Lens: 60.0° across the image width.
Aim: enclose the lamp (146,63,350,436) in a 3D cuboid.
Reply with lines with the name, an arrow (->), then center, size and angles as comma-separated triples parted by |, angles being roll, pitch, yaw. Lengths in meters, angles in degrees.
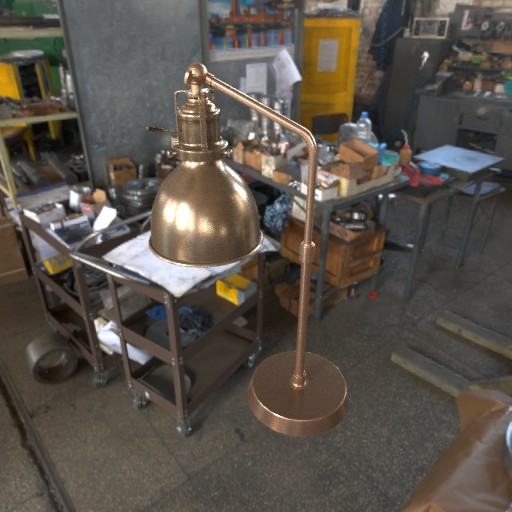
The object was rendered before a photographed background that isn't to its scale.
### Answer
lamp -> 0.000, 0.000, 0.573 | 0.286, 0.456, 0.153 | 8, 30, 15
